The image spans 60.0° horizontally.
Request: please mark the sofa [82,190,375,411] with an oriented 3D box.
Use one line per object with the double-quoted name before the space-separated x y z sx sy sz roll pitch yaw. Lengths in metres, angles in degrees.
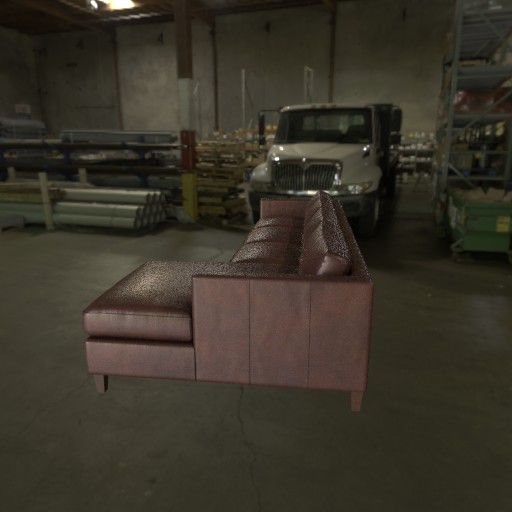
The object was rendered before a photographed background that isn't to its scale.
"sofa" 0.000 0.000 3.873 1.581 0.883 3.203 2 15 7
